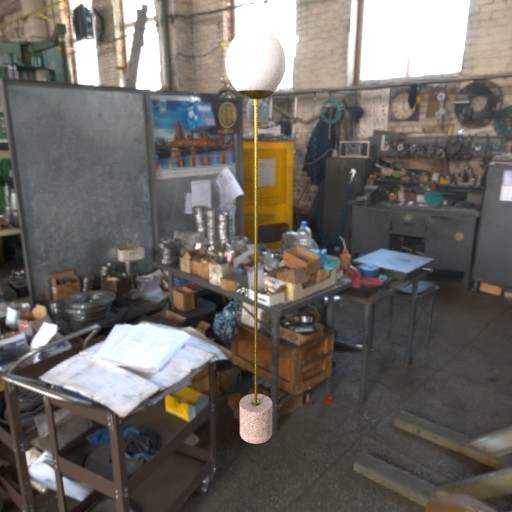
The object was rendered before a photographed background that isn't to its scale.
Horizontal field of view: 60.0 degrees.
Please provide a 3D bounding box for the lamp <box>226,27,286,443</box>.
[{"bbox_3d":[0.000,0.000,1.873,0.229,1.748,0.229,3,16,9],"label":"lamp"}]
